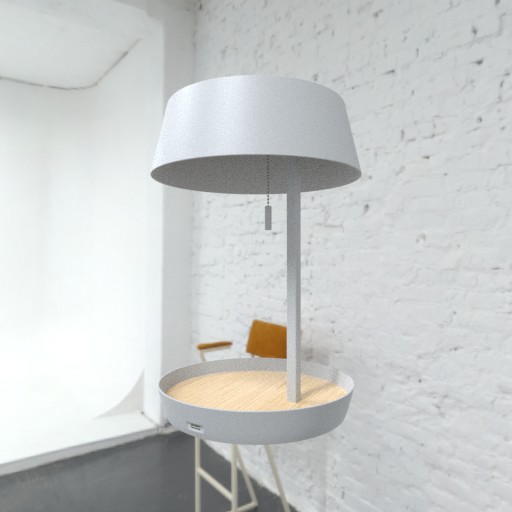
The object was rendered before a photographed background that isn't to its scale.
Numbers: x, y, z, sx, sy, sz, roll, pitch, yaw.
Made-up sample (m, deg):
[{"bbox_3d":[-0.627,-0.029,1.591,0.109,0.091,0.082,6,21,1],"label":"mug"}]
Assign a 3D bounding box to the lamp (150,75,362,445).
[{"bbox_3d":[0.000,0.000,0.626,0.291,0.429,0.291,0,-1,0],"label":"lamp"}]
